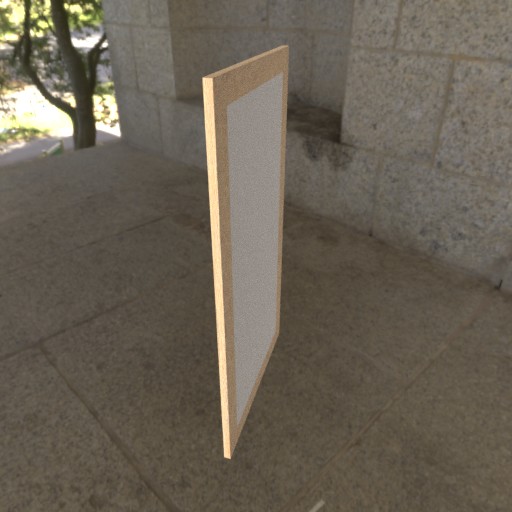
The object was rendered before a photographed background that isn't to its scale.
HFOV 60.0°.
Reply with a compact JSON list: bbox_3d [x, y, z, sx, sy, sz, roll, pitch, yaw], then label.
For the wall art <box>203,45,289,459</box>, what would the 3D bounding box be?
[{"bbox_3d":[0.000,0.000,0.832,0.013,0.683,0.381,9,32,14],"label":"wall art"}]
